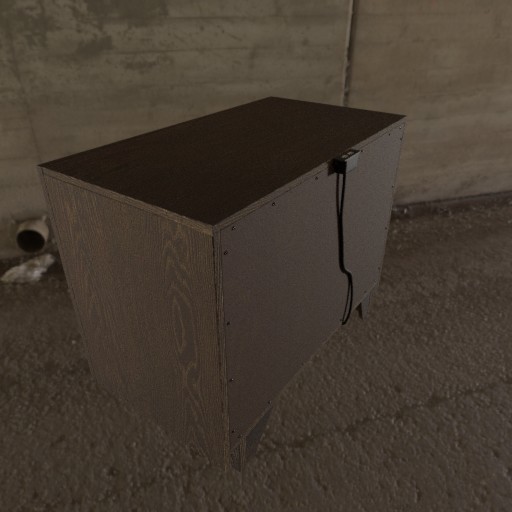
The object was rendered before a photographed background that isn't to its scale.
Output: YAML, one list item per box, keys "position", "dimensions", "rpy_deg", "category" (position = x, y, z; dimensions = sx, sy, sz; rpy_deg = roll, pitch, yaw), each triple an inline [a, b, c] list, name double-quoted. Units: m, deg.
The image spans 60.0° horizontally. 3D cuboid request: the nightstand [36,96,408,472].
- position: [0.000, 0.000, 1.134]
  dimensions: [0.457, 0.612, 0.775]
  rpy_deg: [20, 36, 30]
  category: "nightstand"
